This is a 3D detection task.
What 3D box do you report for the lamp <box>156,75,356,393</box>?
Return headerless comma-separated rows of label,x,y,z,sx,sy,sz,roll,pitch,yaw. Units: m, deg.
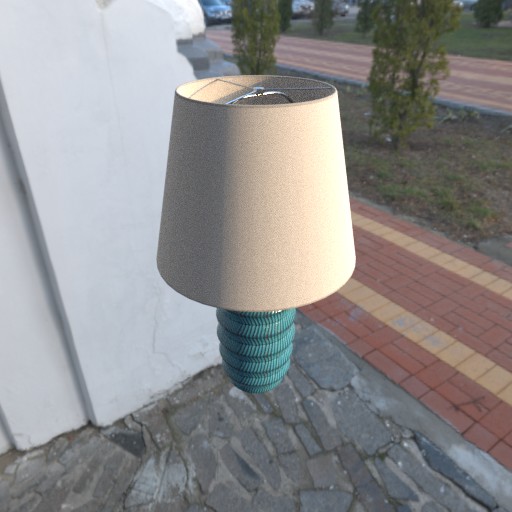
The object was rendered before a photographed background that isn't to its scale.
lamp,0.000,0.000,0.809,0.355,0.582,0.355,0,31,0
